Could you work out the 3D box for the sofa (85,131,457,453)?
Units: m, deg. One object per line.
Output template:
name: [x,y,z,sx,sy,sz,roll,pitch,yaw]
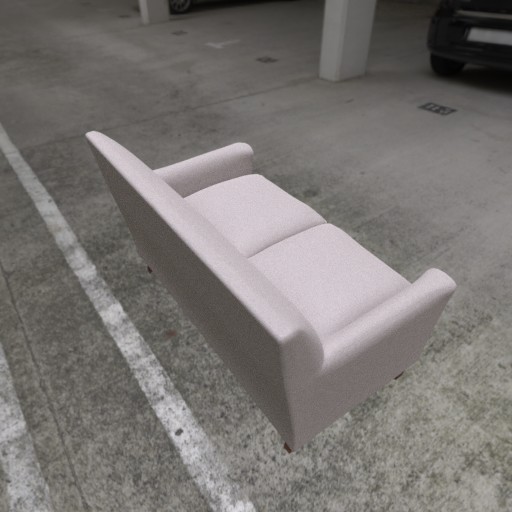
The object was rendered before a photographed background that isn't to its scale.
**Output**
sofa: [0.000,0.000,2.037,0.888,0.890,1.482,-24,45,-26]
